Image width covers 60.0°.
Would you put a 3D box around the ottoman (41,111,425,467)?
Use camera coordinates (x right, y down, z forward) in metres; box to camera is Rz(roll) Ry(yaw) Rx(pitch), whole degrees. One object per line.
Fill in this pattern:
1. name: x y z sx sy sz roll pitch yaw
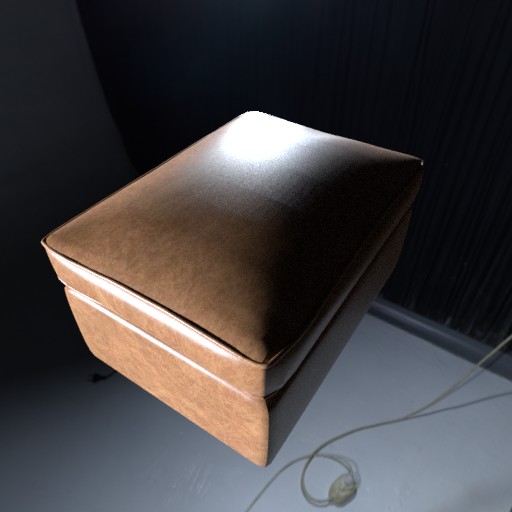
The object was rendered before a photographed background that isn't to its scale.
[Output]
1. ottoman: 0.000 0.000 1.107 0.554 0.468 0.756 24 47 24
